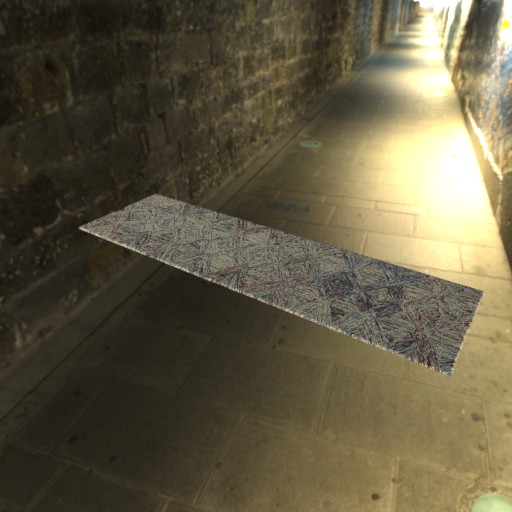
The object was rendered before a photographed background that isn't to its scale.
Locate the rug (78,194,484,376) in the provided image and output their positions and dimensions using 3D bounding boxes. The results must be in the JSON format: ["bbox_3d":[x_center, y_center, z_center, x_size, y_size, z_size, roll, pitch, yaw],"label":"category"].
[{"bbox_3d":[0.000,0.000,2.516,2.292,0.015,0.688,19,35,29],"label":"rug"}]
